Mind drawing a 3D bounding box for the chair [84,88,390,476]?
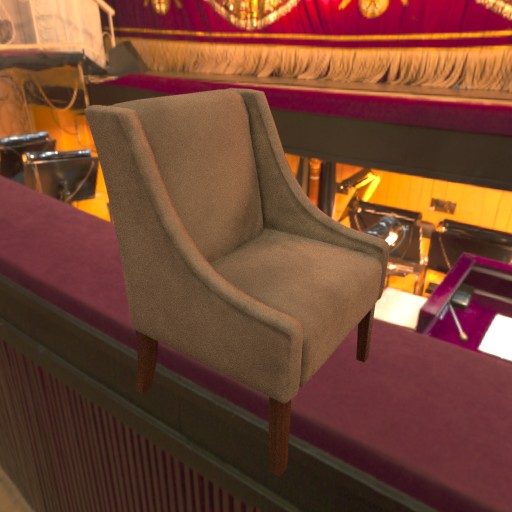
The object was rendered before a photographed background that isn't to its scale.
[{"bbox_3d":[0.000,0.000,1.339,0.629,0.895,0.629,17,30,31],"label":"chair"}]
